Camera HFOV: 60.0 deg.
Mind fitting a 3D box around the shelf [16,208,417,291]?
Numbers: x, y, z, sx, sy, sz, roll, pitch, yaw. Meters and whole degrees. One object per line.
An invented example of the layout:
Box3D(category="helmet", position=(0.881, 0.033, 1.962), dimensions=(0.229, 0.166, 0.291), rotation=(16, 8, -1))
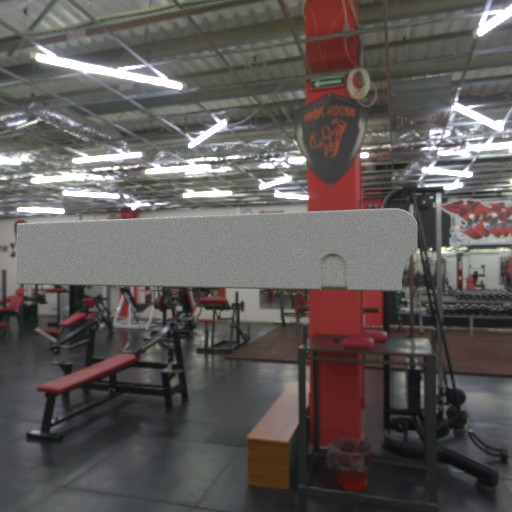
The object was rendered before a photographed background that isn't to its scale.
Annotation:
Box3D(category="shelf", position=(0.000, 0.000, 0.458), dimensions=(0.310, 0.050, 0.310), rotation=(0, -1, 19))
